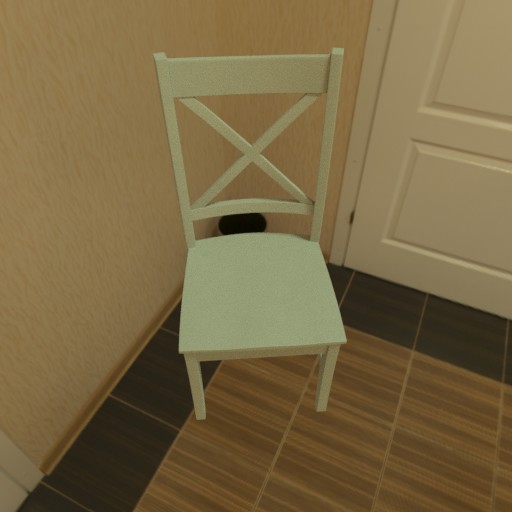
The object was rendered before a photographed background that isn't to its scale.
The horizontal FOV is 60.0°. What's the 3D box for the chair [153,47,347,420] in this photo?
[{"bbox_3d":[0.000,0.000,1.302,0.485,0.983,0.542,-3,46,-3],"label":"chair"}]
